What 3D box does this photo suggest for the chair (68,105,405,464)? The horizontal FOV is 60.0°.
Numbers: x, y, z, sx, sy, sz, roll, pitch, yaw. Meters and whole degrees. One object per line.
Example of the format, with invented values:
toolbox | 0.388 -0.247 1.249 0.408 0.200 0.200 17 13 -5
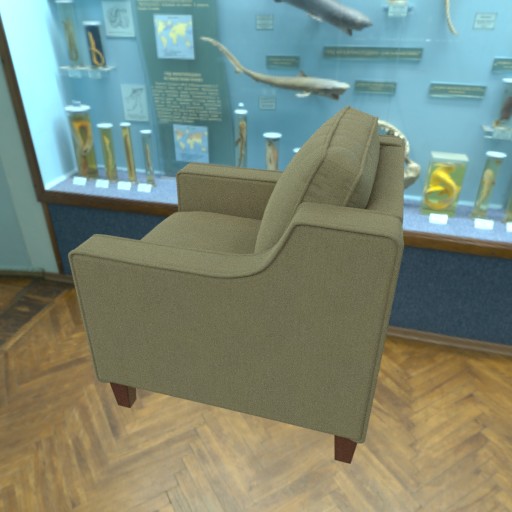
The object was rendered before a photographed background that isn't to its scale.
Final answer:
chair | 0.000 0.000 1.568 0.909 0.960 0.831 8 31 14
